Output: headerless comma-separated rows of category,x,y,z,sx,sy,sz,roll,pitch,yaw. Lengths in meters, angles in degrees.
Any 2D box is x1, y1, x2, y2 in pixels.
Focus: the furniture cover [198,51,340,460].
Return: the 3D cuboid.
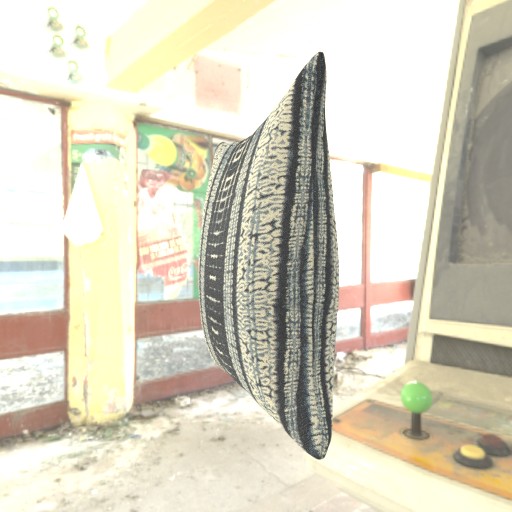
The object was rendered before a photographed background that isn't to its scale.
furniture cover,0.000,0.000,0.666,0.133,0.435,0.425,0,1,-19
